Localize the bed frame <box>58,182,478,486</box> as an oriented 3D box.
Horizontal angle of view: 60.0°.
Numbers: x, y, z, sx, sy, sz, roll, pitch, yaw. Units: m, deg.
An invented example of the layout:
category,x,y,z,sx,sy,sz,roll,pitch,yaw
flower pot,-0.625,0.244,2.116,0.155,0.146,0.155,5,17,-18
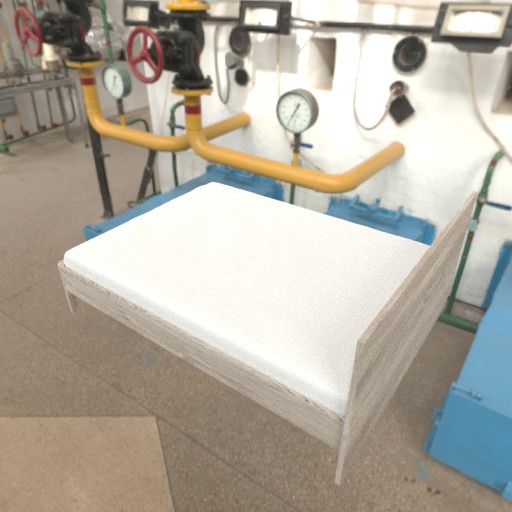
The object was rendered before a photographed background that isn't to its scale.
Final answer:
category,x,y,z,sx,sy,sz,roll,pitch,yaw
bed frame,0.000,0.000,2.640,1.950,0.800,1.490,21,38,30
